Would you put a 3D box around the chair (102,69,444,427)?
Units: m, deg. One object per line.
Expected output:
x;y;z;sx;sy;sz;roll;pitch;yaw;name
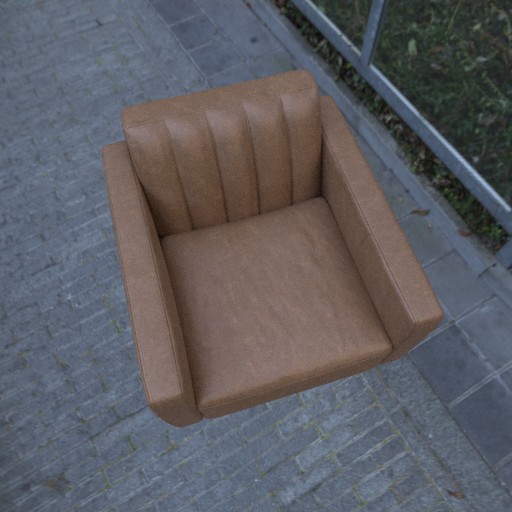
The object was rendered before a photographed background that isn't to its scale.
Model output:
0.000;0.000;1.684;0.953;0.819;0.998;-15;64;-7;chair
